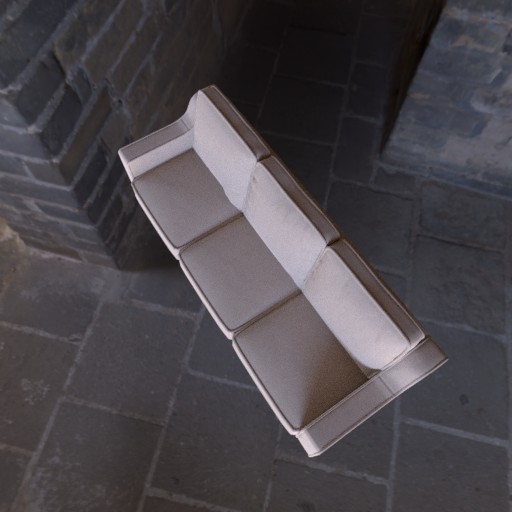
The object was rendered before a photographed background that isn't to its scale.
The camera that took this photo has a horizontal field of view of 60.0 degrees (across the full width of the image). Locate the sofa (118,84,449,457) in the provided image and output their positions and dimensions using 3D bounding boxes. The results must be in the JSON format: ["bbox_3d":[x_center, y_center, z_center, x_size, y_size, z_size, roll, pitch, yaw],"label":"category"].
[{"bbox_3d":[0.000,0.000,2.631,0.791,0.902,2.131,-31,68,-14],"label":"sofa"}]
